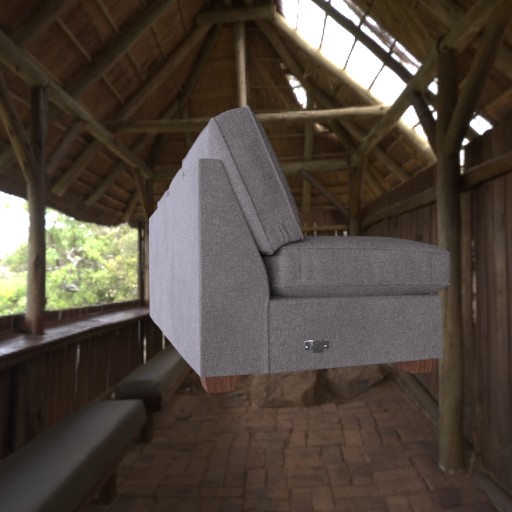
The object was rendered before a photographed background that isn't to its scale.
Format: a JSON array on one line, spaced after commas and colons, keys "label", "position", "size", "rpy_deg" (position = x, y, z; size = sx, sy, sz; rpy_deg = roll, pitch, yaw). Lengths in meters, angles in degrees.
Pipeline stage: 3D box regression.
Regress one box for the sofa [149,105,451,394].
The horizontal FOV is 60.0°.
[{"label": "sofa", "position": [0.000, 0.000, 2.495], "size": [1.027, 0.973, 1.962], "rpy_deg": [0, -1, -18]}]
